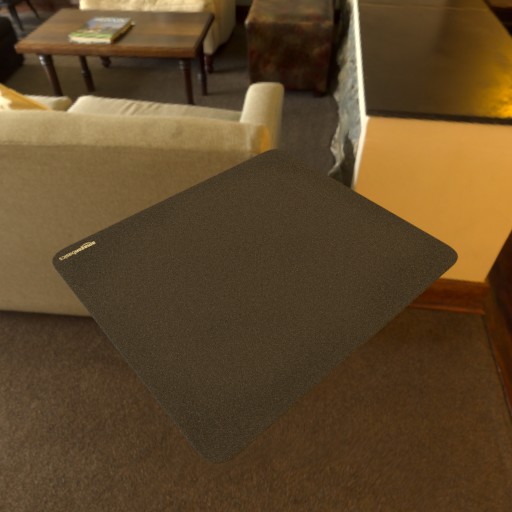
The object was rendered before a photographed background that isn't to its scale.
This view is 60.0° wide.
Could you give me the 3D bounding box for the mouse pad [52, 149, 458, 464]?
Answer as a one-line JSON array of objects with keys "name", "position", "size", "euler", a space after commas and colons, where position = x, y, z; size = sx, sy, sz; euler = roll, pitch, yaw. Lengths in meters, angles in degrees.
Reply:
[{"name": "mouse pad", "position": [0.000, 0.000, 0.633], "size": [0.451, 0.002, 0.393], "euler": [-32, 53, -28]}]
